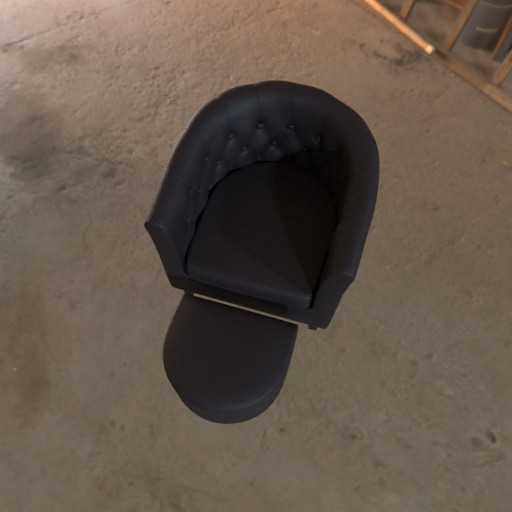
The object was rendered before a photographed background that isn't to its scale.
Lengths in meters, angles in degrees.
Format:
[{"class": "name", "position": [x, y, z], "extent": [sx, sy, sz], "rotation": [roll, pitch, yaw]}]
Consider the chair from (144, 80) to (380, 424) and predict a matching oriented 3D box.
[{"class": "chair", "position": [0.000, 0.000, 1.728], "extent": [0.763, 0.760, 1.191], "rotation": [14, 61, 8]}]
